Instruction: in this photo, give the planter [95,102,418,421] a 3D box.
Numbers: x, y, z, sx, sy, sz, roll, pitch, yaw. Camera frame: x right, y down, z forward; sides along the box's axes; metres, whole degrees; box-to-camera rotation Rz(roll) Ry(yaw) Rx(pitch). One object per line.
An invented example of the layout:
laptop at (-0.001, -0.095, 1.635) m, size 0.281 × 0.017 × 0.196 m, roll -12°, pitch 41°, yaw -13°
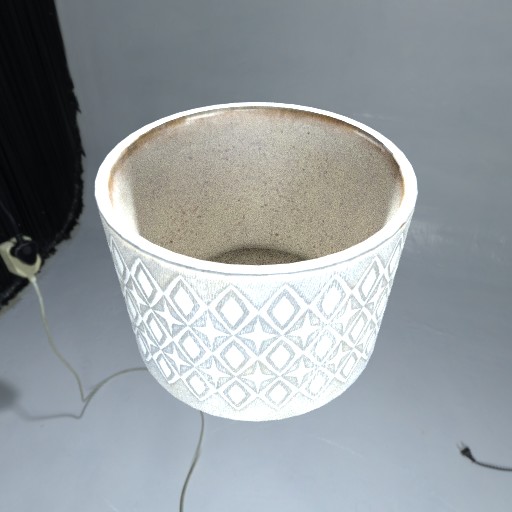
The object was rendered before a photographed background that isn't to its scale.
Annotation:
planter at (0.000, 0.000, 0.311) m, size 0.186 × 0.144 × 0.186 m, roll 0°, pitch 42°, yaw 0°
